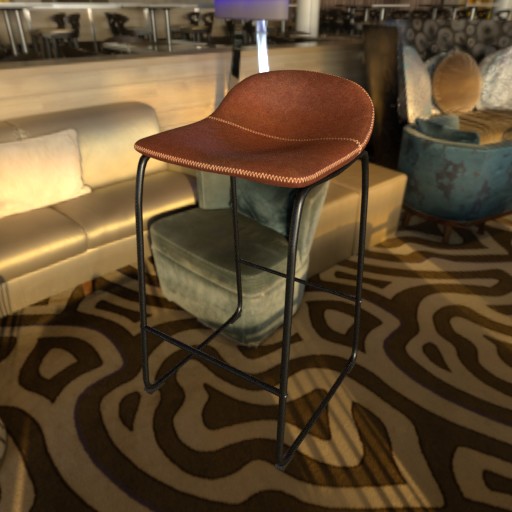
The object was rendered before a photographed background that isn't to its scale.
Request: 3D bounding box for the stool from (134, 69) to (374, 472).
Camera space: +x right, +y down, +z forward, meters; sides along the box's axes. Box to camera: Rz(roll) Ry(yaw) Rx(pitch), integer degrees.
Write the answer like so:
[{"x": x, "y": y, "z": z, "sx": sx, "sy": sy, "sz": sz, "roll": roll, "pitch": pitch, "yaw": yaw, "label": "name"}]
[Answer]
[{"x": 0.000, "y": 0.000, "z": 1.124, "sx": 0.454, "sy": 0.830, "sz": 0.473, "roll": 18, "pitch": 34, "yaw": 29, "label": "stool"}]
